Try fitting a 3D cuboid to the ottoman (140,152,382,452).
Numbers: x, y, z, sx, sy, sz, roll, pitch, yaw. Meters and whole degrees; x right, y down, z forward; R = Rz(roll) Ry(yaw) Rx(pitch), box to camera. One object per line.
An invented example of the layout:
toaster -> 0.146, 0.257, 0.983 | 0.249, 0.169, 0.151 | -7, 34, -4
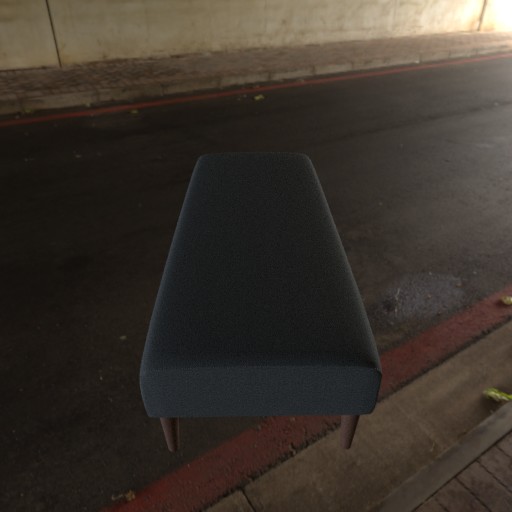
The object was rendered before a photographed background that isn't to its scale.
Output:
ottoman -> 0.000, 0.000, 1.855 | 0.646, 0.393, 1.609 | 0, 32, -1
